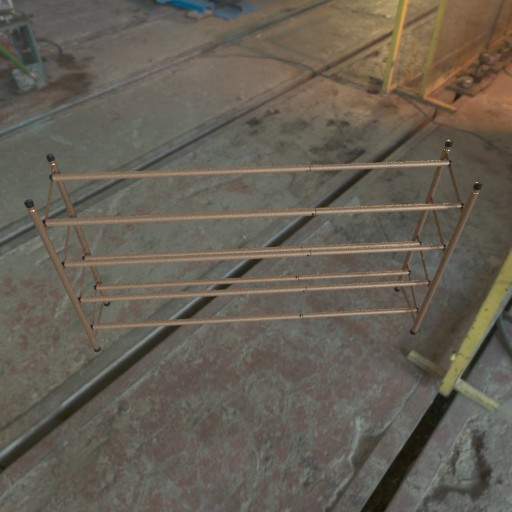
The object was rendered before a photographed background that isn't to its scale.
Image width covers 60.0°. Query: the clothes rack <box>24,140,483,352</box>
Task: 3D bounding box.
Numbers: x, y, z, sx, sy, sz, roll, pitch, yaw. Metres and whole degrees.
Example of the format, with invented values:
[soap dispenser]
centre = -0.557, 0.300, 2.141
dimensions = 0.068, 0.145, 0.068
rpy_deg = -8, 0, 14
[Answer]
[clothes rack]
centre = 0.000, 0.000, 1.436
dimensions = 1.168, 0.672, 0.229
rpy_deg = -3, 46, -3
